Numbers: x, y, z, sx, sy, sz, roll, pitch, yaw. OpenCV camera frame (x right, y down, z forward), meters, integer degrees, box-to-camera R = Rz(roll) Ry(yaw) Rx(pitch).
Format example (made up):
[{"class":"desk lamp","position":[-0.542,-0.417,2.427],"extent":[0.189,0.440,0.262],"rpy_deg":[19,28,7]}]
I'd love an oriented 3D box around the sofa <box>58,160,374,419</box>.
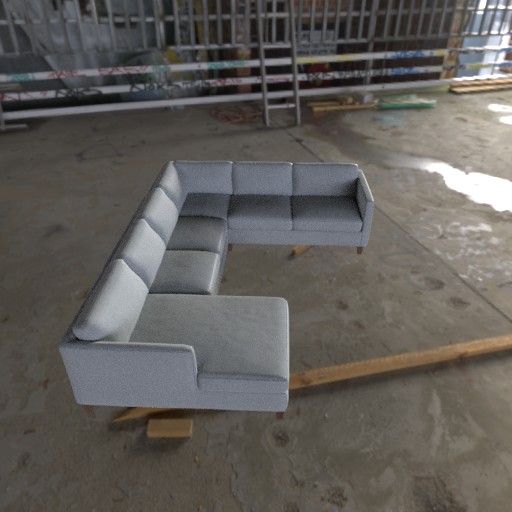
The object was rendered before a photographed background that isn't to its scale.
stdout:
[{"class":"sofa","position":[0.000,0.000,4.385],"extent":[2.551,0.853,3.238],"rpy_deg":[1,33,2]}]
